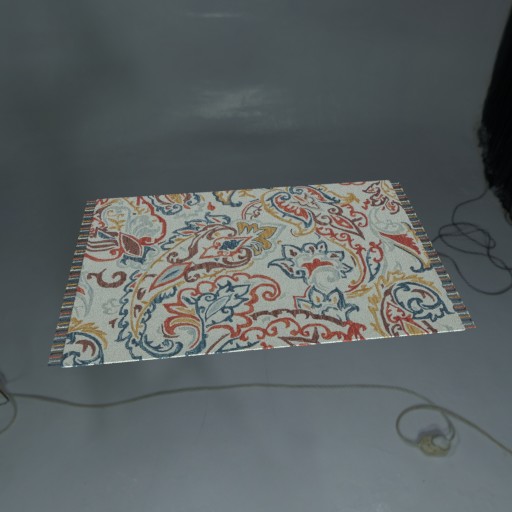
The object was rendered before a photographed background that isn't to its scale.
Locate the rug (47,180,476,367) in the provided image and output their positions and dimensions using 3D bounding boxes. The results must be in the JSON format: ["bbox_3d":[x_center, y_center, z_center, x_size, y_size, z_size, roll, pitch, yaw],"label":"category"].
[{"bbox_3d":[0.000,0.000,3.167,2.584,0.010,1.523,-4,47,-4],"label":"rug"}]
